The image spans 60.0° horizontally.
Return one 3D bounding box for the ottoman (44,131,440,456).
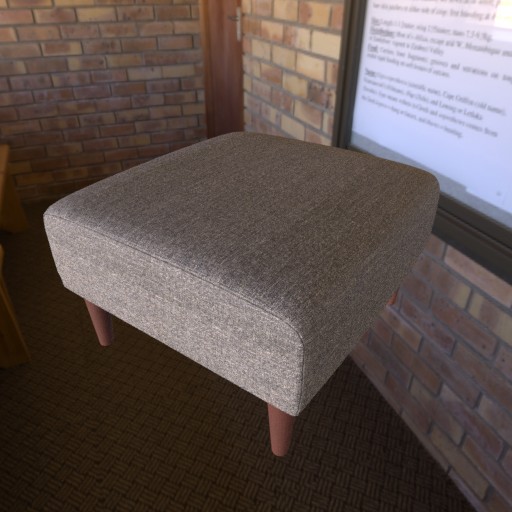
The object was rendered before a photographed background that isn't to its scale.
[{"bbox_3d":[0.000,0.000,1.051,0.648,0.399,0.655,21,38,29],"label":"ottoman"}]
